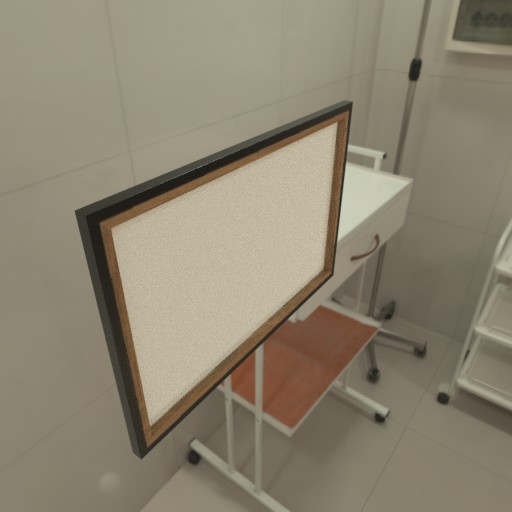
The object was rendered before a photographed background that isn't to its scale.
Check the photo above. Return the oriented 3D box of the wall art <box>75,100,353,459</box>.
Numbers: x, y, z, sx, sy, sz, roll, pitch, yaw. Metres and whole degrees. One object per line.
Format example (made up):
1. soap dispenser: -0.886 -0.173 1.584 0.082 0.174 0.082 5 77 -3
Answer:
1. wall art: 0.000 0.000 0.836 0.022 0.446 0.659 21 38 30
